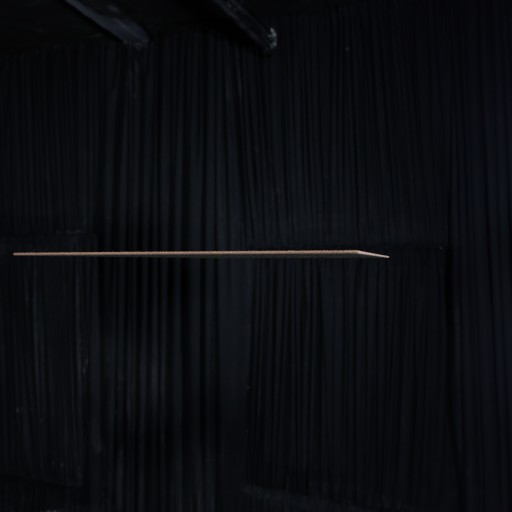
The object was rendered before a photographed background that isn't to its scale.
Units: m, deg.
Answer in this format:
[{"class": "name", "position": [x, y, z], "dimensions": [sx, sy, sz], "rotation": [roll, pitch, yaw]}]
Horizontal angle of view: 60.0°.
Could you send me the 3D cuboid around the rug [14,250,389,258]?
[{"class": "rug", "position": [0.000, 0.000, 2.819], "dimensions": [1.524, 0.011, 2.286], "rotation": [0, -1, 19]}]
